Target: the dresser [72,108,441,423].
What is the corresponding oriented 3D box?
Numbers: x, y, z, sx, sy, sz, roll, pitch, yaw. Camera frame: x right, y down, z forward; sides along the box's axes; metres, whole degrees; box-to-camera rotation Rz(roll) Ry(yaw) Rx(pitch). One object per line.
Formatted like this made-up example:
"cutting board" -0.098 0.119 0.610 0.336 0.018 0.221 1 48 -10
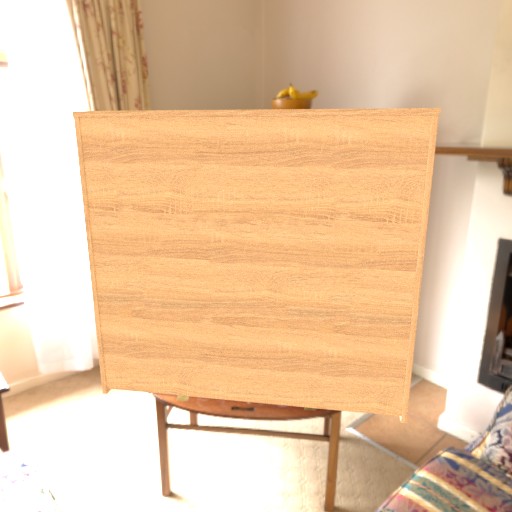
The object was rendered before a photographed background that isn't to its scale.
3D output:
"dresser" 0.000 0.000 1.462 0.980 0.900 0.380 2 16 9
